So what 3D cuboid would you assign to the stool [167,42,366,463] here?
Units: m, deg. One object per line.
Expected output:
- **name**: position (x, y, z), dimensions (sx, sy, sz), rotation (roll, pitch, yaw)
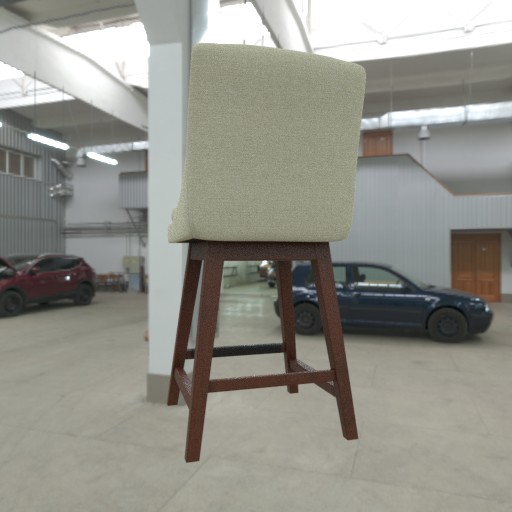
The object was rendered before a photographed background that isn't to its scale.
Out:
- **stool**: position (0.000, 0.000, 1.312), dimensions (0.469, 0.991, 0.559), rotation (0, 0, -17)
